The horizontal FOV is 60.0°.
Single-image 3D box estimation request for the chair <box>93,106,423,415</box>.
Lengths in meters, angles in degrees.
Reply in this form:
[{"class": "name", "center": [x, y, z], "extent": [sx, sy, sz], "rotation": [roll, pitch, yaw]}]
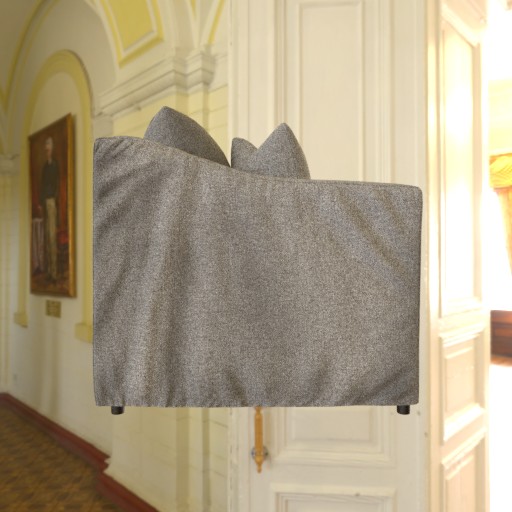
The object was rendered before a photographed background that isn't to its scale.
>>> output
[{"class": "chair", "center": [0.000, 0.000, 1.980], "extent": [1.071, 1.059, 1.194], "rotation": [0, 0, -1]}]
